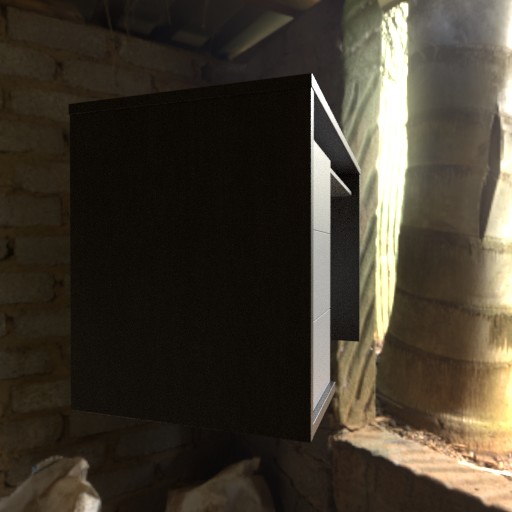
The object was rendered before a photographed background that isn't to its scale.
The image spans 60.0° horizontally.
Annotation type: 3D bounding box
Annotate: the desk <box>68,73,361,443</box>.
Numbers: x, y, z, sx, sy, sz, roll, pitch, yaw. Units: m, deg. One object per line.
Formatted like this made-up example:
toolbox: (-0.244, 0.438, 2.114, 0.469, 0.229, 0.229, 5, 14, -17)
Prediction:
desk: (0.000, 0.000, 1.511, 0.600, 0.750, 1.100, 0, 1, 18)
